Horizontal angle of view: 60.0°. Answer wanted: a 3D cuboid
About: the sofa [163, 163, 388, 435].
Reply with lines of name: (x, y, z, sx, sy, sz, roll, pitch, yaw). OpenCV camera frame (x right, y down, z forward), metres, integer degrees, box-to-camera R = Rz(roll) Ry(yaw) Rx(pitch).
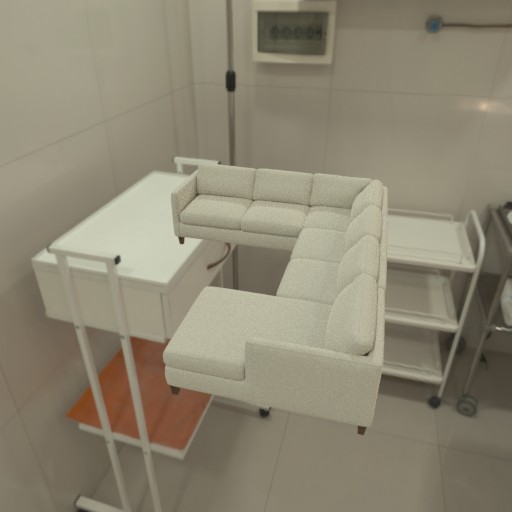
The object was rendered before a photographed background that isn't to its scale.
sofa: (0.000, 0.000, 4.545, 2.551, 0.853, 3.238, 8, 31, 13)
